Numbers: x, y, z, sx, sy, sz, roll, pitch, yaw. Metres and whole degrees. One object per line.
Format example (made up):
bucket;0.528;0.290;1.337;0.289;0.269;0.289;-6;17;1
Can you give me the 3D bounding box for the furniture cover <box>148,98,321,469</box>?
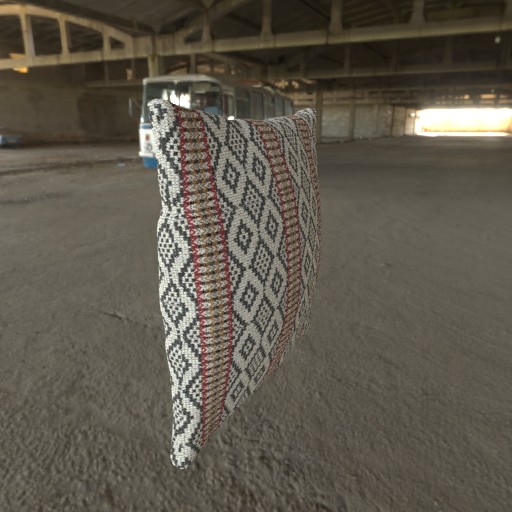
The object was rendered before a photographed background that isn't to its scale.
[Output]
furniture cover;0.000;0.000;0.778;0.182;0.506;0.503;8;19;26
